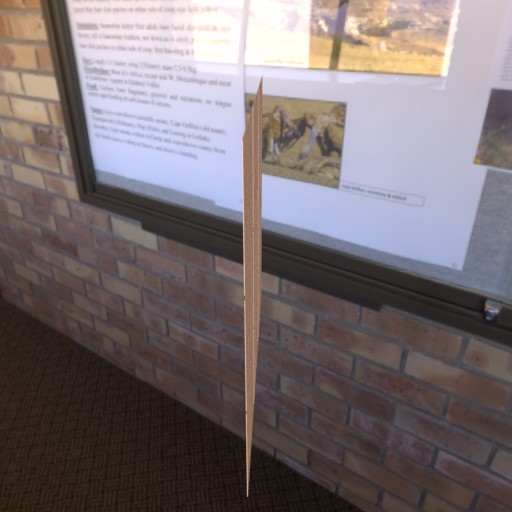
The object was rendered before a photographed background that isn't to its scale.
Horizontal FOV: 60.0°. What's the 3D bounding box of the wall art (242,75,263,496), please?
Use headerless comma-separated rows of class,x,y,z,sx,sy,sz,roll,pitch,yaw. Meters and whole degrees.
wall art,0.000,0.000,2.193,0.002,1.505,1.517,1,28,2
